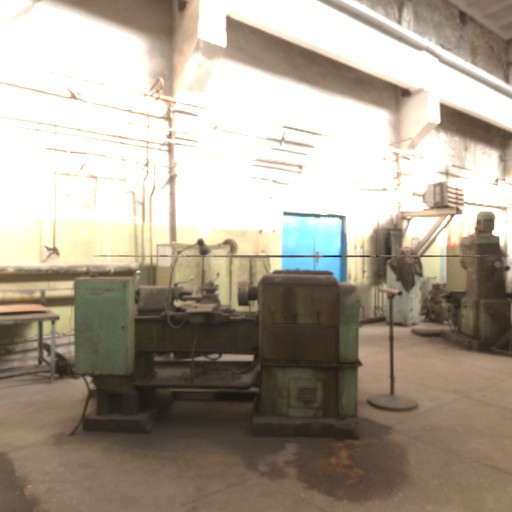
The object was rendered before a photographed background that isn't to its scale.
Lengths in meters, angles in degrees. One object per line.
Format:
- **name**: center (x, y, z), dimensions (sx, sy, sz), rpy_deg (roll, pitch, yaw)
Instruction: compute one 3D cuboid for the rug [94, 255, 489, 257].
- **rug**: center (0.000, 0.000, 3.028), dimensions (1.513, 0.008, 2.423), rpy_deg (0, 0, -35)
